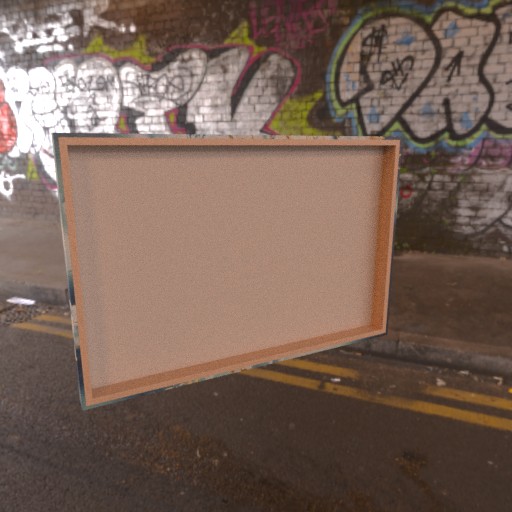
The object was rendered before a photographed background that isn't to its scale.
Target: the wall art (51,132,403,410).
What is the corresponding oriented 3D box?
[{"bbox_3d":[0.000,0.000,0.771,0.607,0.405,0.036,-7,16,-26],"label":"wall art"}]
